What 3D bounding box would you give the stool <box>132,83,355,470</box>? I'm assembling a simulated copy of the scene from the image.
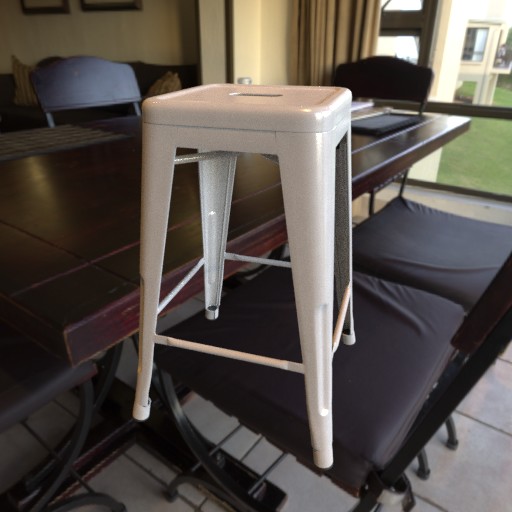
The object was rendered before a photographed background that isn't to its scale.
[{"bbox_3d":[0.000,0.000,0.876,0.406,0.610,0.406,8,27,16],"label":"stool"}]
